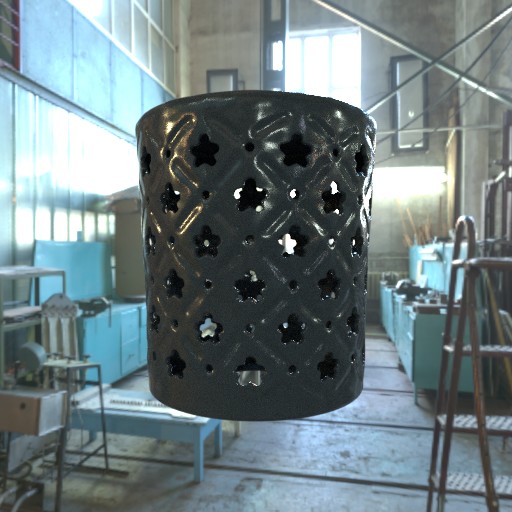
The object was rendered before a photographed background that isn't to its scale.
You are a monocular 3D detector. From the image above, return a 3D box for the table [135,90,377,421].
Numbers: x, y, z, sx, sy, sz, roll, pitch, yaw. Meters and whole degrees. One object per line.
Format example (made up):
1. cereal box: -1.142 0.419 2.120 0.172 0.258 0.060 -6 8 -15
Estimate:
1. table: 0.000 0.000 0.671 0.352 0.387 0.352 0 1 0
